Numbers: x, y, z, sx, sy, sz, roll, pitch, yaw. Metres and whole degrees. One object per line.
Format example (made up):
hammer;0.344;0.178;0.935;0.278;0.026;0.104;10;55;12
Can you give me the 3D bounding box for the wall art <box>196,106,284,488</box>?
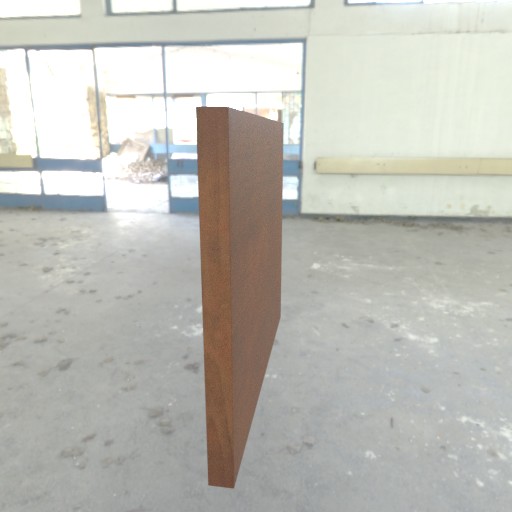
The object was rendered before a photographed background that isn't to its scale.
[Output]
wall art;0.000;0.000;0.767;0.033;0.457;0.558;2;15;9
